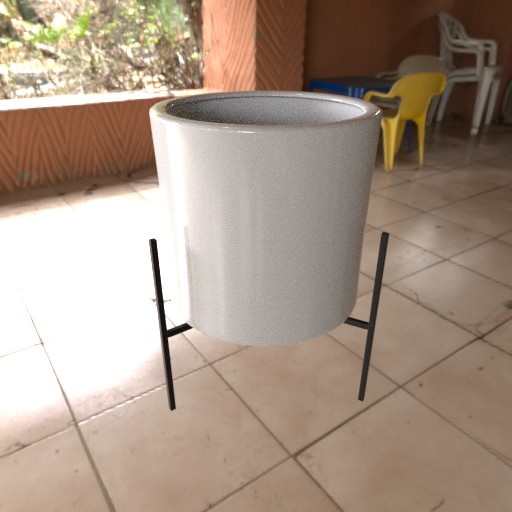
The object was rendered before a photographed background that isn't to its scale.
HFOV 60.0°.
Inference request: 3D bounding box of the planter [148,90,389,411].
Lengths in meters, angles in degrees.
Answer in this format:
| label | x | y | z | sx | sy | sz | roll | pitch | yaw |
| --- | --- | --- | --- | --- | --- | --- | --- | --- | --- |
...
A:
| label | x | y | z | sx | sy | sz | roll | pitch | yaw |
| --- | --- | --- | --- | --- | --- | --- | --- | --- | --- |
| planter | 0.000 | 0.000 | 0.738 | 0.361 | 0.480 | 0.360 | -18 | 33 | -32 |
